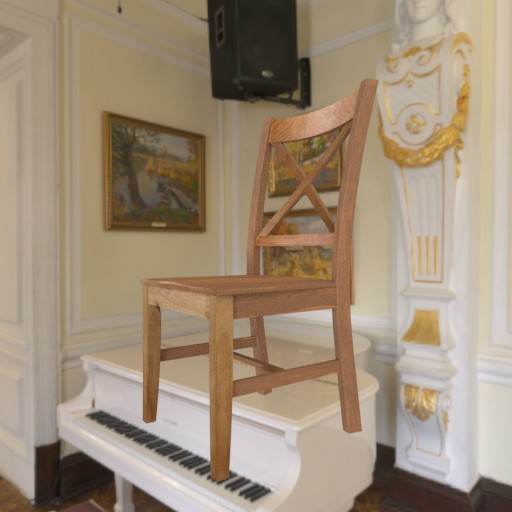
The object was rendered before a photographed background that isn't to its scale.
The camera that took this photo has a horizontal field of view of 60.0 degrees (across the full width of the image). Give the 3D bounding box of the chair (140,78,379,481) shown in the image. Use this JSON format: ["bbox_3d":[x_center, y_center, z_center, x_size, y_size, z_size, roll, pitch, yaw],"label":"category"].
[{"bbox_3d":[0.000,0.000,1.293,0.542,0.983,0.485,-1,1,-36],"label":"chair"}]
